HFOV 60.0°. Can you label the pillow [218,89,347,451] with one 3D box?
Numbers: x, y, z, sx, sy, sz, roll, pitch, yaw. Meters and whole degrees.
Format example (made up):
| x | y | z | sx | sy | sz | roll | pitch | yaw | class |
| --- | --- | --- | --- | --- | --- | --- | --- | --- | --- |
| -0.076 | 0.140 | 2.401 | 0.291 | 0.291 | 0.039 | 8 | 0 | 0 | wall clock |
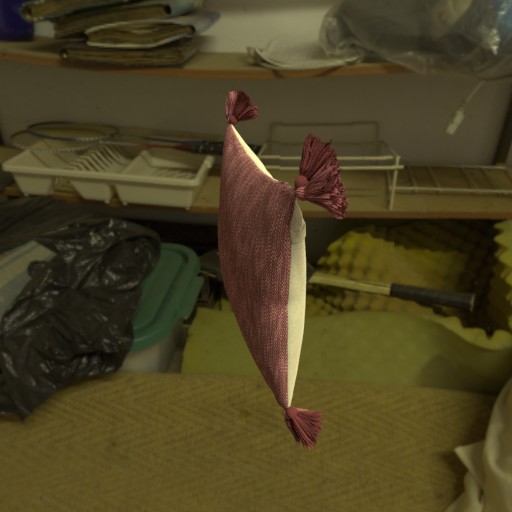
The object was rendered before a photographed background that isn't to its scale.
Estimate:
| x | y | z | sx | sy | sz | roll | pitch | yaw | class |
| --- | --- | --- | --- | --- | --- | --- | --- | --- | --- |
| 0.000 | 0.000 | 1.003 | 0.138 | 0.659 | 0.641 | -8 | 31 | -14 | pillow |
